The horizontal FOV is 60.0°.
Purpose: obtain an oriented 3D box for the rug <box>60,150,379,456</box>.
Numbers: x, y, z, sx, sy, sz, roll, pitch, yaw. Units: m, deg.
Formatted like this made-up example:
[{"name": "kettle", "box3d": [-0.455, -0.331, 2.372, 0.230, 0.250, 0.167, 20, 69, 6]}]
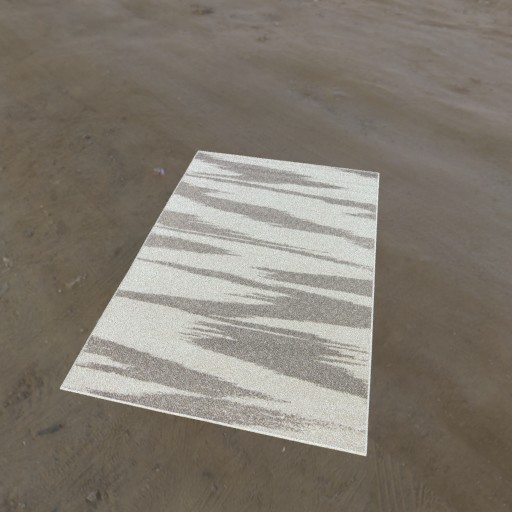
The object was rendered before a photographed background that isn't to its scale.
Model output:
[{"name": "rug", "box3d": [0.000, 0.000, 2.321, 1.225, 0.008, 1.827, 9, 46, 9]}]
